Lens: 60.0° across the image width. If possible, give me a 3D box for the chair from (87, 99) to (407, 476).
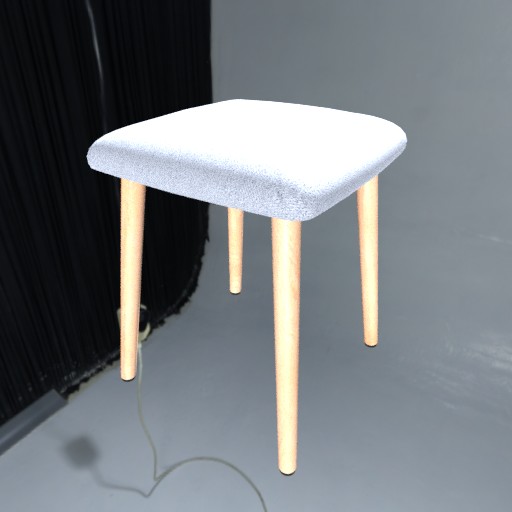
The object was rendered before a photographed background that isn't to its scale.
[{"bbox_3d":[0.000,0.000,0.707,0.350,0.440,0.350,18,34,29],"label":"chair"}]
